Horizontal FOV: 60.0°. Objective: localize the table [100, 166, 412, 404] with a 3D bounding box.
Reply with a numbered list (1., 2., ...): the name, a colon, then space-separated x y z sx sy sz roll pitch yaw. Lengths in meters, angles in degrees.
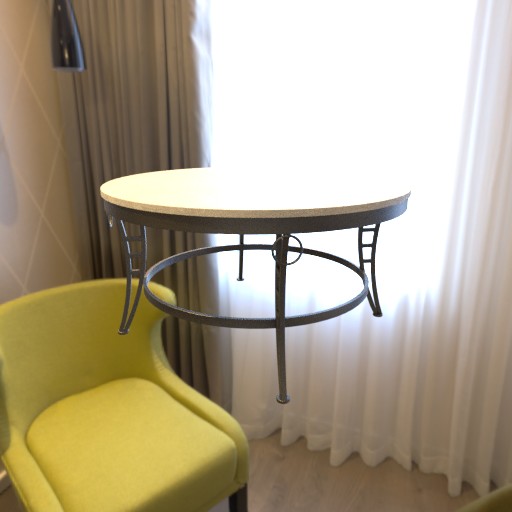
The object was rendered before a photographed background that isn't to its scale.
1. table: 0.000 0.000 1.403 0.889 0.470 0.889 0 17 0
